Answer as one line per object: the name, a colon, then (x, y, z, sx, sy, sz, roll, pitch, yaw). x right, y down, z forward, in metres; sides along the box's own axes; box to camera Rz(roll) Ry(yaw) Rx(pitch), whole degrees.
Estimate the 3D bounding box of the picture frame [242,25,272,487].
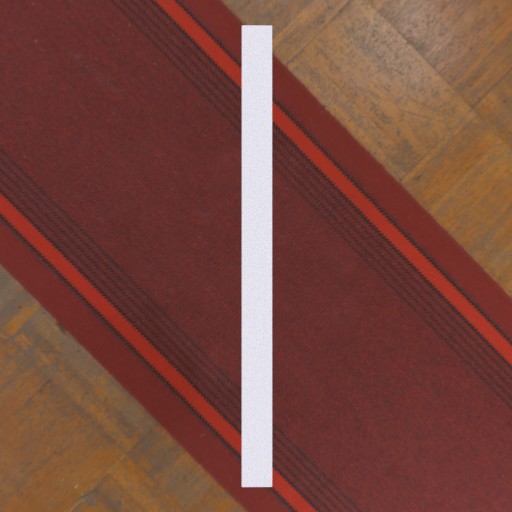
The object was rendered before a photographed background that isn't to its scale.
picture frame: (0.000, 0.000, 0.853, 0.050, 0.250, 0.759, 0, 90, -1)
